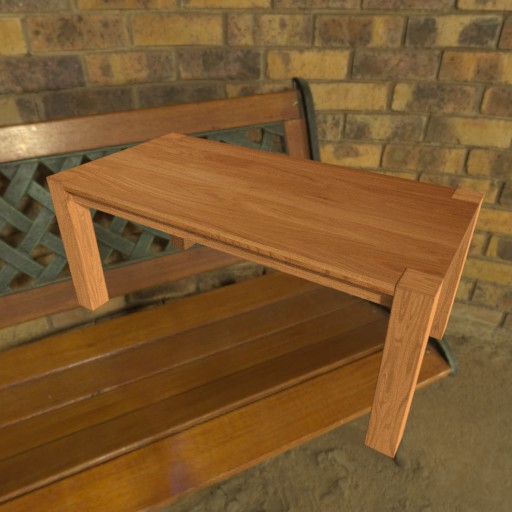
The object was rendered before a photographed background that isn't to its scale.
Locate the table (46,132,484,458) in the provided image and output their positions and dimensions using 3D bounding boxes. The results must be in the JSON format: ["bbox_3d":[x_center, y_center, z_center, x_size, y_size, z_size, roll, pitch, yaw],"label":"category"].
[{"bbox_3d":[0.000,0.000,2.224,1.800,0.760,0.900,18,36,27],"label":"table"}]
